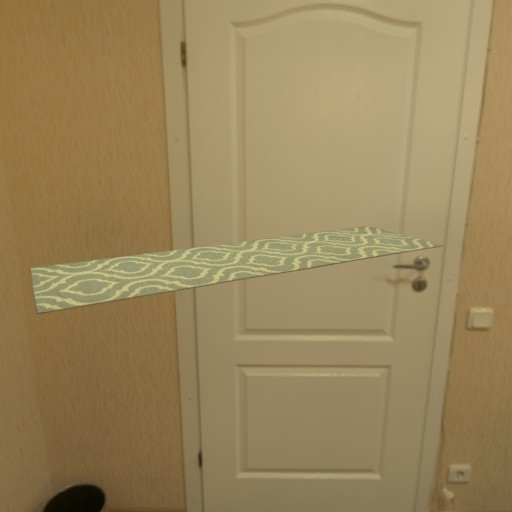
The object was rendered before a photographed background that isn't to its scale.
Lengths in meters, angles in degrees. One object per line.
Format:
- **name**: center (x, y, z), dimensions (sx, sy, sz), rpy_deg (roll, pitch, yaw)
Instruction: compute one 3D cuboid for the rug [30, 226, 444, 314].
- **rug**: center (0.000, 0.000, 2.504), dimensions (2.275, 0.009, 0.684), rpy_deg (-8, 17, -27)
